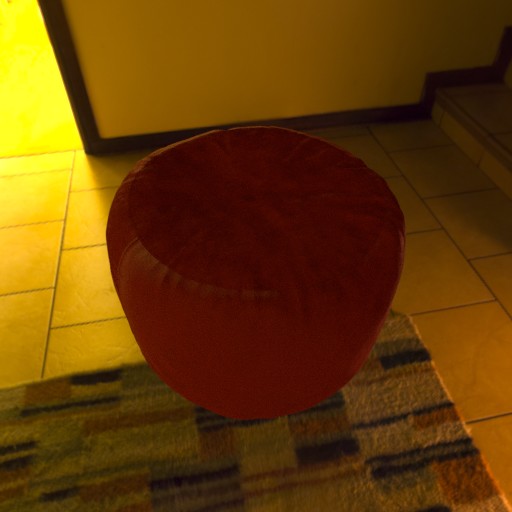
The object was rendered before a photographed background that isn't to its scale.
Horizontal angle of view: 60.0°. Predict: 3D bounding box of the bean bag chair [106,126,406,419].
[{"bbox_3d":[0.000,0.000,1.964,1.219,0.762,1.219,0,45,0],"label":"bean bag chair"}]
